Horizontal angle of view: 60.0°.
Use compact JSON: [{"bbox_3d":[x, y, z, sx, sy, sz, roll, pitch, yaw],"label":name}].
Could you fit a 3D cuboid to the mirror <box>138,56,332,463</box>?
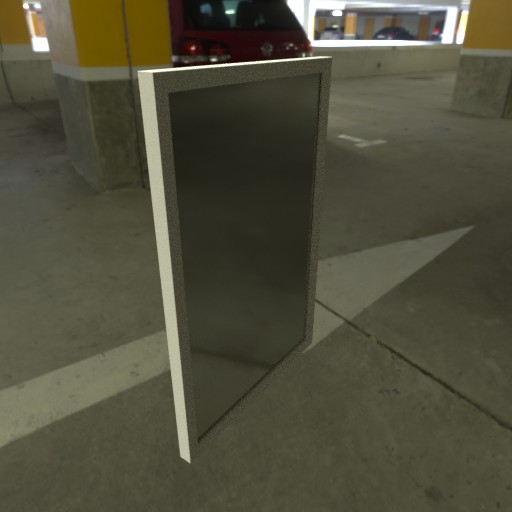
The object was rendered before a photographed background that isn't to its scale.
[{"bbox_3d":[0.000,0.000,1.140,0.041,0.914,0.609,18,32,32],"label":"mirror"}]
